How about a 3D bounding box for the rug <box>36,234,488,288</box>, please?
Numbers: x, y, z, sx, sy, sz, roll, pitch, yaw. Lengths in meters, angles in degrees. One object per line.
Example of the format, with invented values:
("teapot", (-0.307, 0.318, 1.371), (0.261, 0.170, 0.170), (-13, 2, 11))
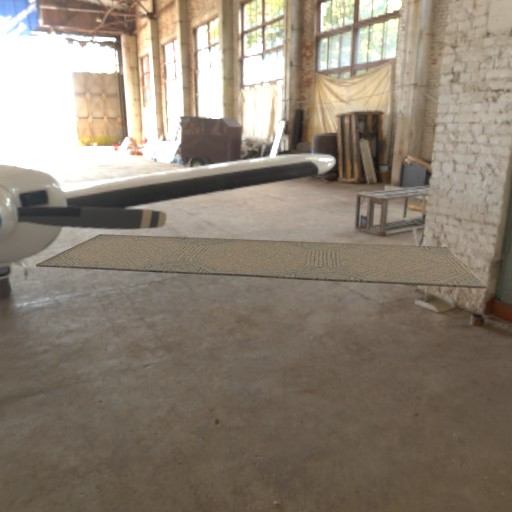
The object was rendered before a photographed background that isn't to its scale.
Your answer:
("rug", (0.000, 0.000, 2.741), (2.452, 0.012, 0.775), (2, 16, 8))
